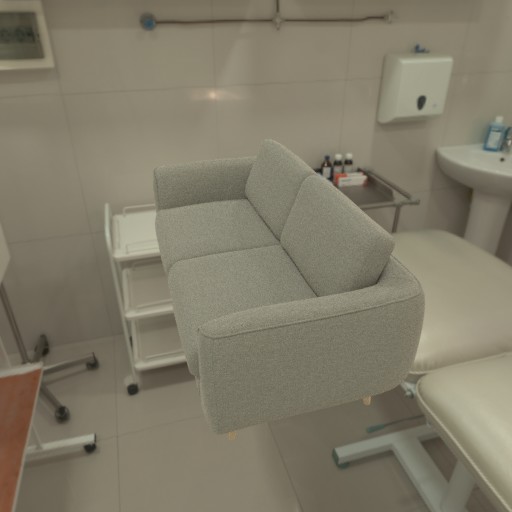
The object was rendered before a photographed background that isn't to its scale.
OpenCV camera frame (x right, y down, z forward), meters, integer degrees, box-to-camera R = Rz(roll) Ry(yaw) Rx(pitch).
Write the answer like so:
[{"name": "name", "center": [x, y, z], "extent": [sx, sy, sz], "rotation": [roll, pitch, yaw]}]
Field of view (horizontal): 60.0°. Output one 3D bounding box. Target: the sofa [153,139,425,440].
[{"name": "sofa", "center": [0.000, 0.000, 2.260], "extent": [0.920, 0.850, 1.700], "rotation": [-9, 32, -14]}]
